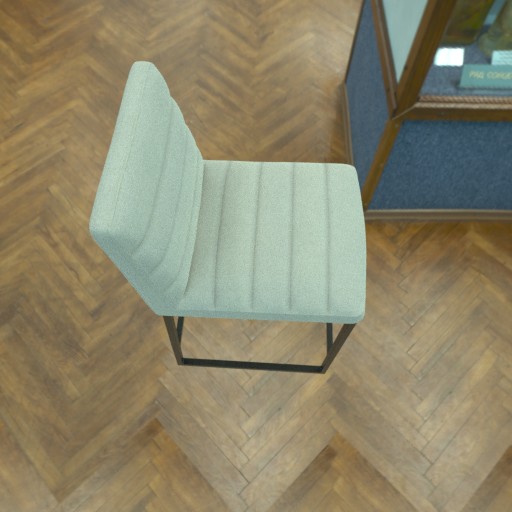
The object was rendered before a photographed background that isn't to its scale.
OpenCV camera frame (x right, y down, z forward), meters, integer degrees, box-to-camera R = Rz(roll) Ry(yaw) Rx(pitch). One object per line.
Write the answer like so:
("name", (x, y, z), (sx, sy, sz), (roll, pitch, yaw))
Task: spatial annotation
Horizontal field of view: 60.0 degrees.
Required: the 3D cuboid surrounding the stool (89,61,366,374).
("stool", (0.000, 0.000, 1.278), (0.567, 0.971, 0.459), (3, 63, 2))
